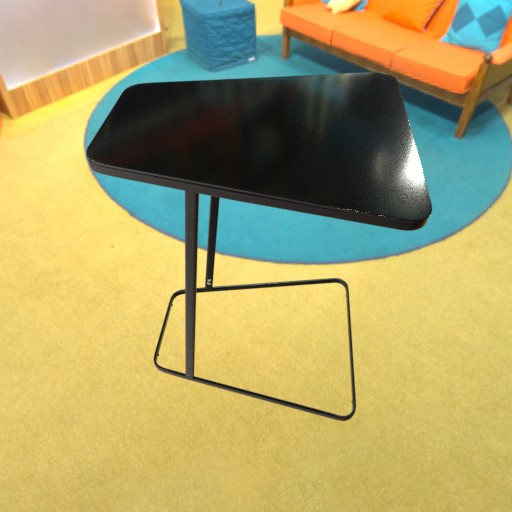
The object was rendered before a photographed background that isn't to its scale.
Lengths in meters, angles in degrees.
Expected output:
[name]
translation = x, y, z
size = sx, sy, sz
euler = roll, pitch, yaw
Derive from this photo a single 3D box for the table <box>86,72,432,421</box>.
[table]
translation = 0.000, 0.000, 0.948
size = 0.500, 0.624, 0.427
euler = 4, 47, 4
